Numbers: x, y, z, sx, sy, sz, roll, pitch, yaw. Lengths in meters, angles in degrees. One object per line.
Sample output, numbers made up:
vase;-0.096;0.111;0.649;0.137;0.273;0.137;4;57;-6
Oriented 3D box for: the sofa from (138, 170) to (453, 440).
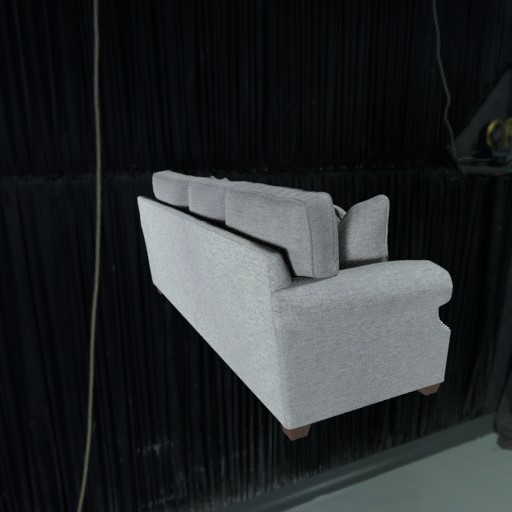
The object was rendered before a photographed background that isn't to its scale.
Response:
sofa;0.000;0.000;2.721;0.965;0.975;2.312;-7;15;-26
